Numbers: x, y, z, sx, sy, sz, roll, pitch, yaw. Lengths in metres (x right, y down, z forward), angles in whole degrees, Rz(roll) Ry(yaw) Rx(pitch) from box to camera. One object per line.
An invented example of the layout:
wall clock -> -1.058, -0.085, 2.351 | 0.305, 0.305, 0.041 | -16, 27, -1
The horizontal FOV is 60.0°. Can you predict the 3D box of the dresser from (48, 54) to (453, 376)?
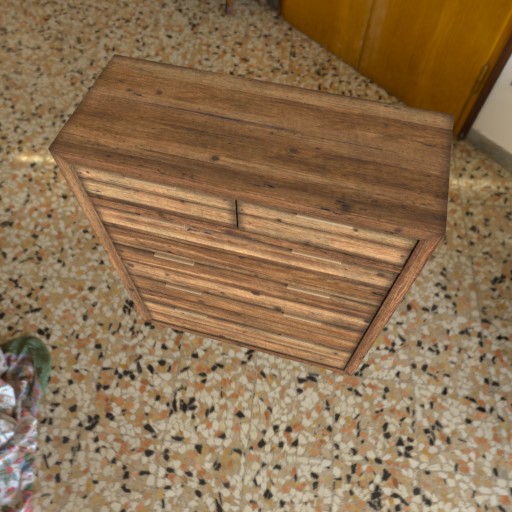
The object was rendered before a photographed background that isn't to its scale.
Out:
dresser -> 0.000, 0.000, 1.830 | 1.067, 1.359, 0.438 | 13, 60, 8
